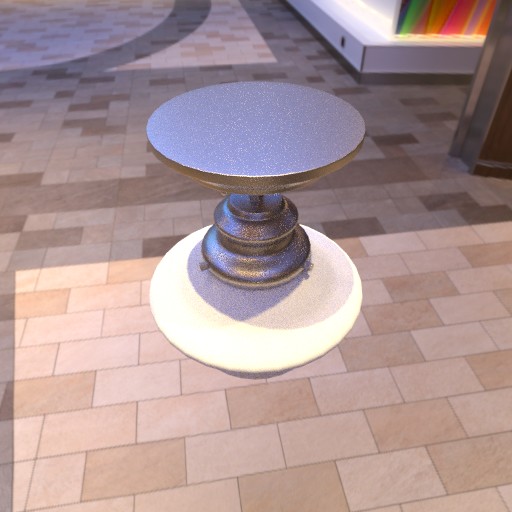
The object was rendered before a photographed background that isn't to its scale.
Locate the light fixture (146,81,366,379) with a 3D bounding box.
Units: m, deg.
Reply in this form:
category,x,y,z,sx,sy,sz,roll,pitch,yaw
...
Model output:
category,x,y,z,sx,sy,sz,roll,pitch,yaw
light fixture,0.000,0.000,0.395,0.199,0.254,0.199,0,41,0
